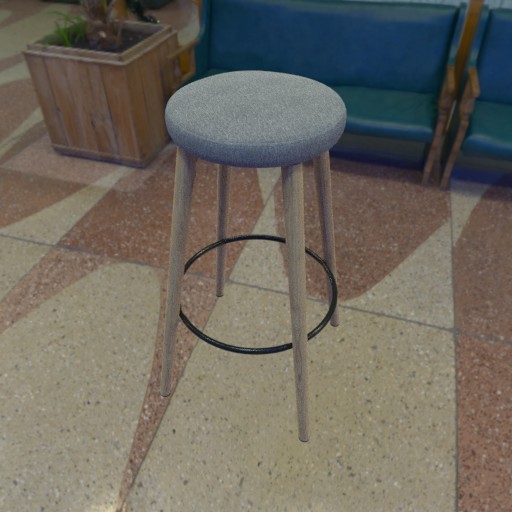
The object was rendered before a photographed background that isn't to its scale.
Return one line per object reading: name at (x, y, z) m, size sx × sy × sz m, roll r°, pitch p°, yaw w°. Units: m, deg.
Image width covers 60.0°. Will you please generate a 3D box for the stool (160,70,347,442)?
stool at (0.000, 0.000, 1.022) m, size 0.410 × 0.770 × 0.410 m, roll 13°, pitch 43°, yaw 14°
